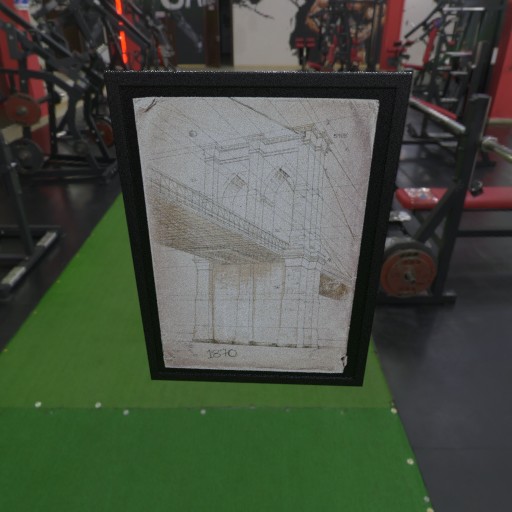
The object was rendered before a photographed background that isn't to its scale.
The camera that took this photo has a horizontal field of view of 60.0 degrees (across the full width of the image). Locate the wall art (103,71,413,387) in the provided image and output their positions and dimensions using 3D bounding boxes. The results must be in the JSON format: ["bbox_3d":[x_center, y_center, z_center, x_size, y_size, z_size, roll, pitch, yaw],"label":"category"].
[{"bbox_3d":[0.000,0.000,1.253,0.707,0.967,0.013,1,29,2],"label":"wall art"}]
